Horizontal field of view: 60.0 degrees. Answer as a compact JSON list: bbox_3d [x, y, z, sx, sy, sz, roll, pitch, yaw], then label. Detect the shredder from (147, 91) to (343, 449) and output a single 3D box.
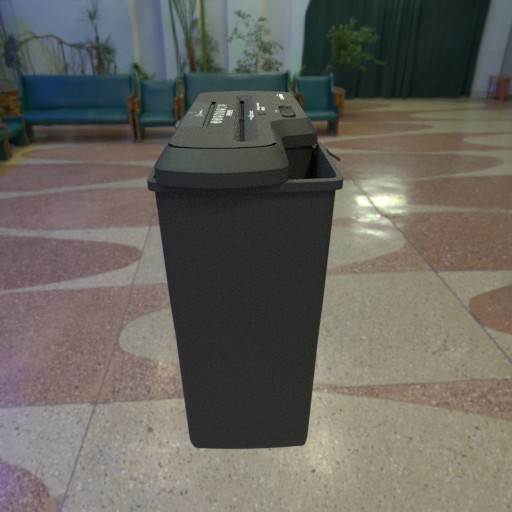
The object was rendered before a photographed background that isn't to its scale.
[{"bbox_3d":[0.000,0.000,0.518,0.170,0.335,0.320,-1,28,-1],"label":"shredder"}]
